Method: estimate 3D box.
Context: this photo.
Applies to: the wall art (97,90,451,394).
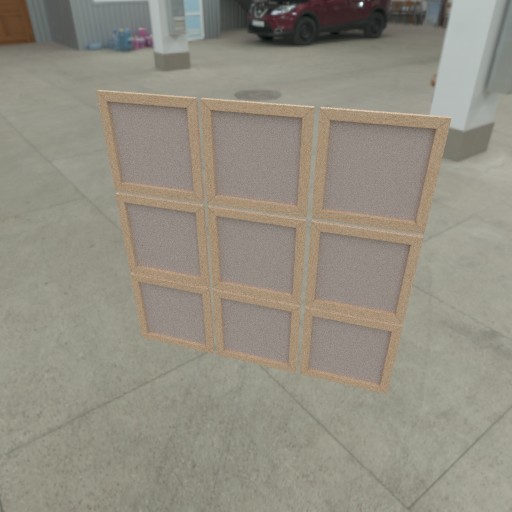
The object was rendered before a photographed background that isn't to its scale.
[{"bbox_3d":[0.000,0.000,1.353,0.917,0.910,0.012,10,34,15],"label":"wall art"}]
